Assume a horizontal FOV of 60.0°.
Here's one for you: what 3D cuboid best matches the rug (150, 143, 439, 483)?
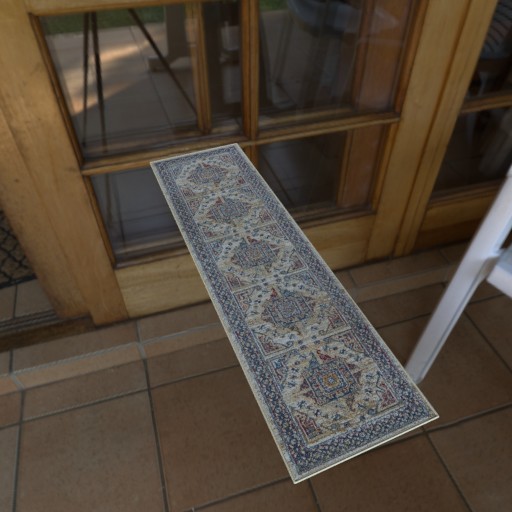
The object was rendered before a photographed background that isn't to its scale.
[{"bbox_3d":[0.000,0.000,2.470,0.661,0.013,2.297,-17,47,-16],"label":"rug"}]
